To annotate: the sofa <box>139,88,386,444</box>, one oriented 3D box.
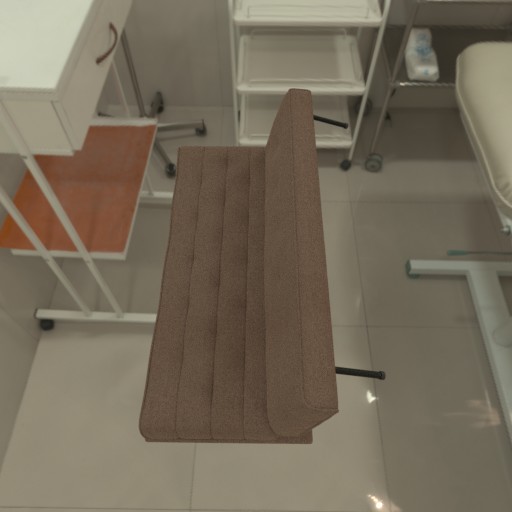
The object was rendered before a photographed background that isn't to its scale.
[{"bbox_3d":[0.000,0.000,2.384,1.038,0.810,1.820,1,57,0],"label":"sofa"}]
